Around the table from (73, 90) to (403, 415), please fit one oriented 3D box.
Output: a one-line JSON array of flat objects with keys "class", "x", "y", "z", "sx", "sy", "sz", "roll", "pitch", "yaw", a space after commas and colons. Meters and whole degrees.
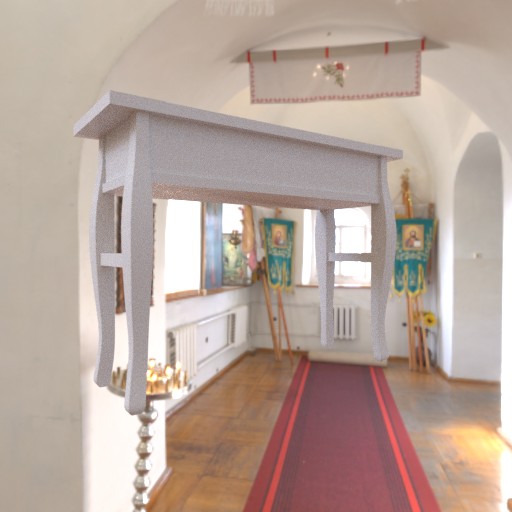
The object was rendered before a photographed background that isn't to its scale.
[{"class": "table", "x": 0.000, "y": 0.000, "z": 1.466, "sx": 1.062, "sy": 0.768, "sz": 0.373, "roll": 0, "pitch": 1, "yaw": -35}]
